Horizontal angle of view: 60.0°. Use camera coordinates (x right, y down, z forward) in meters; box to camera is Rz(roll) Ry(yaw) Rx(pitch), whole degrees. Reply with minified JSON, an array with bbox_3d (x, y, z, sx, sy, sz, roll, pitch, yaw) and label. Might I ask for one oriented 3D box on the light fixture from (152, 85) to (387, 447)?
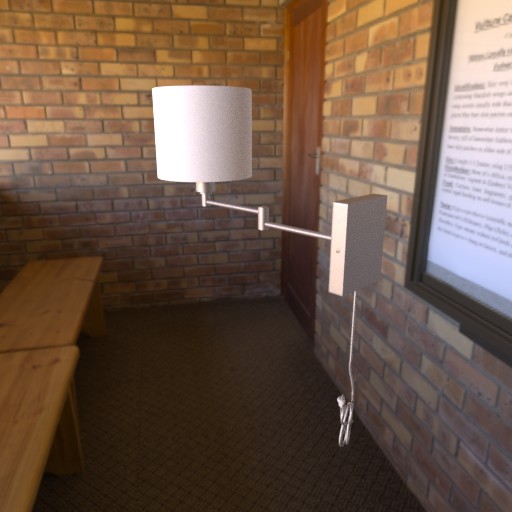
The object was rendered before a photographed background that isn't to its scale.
[{"bbox_3d":[0.000,0.000,0.903,0.203,0.651,0.516,-16,23,-42],"label":"light fixture"}]
